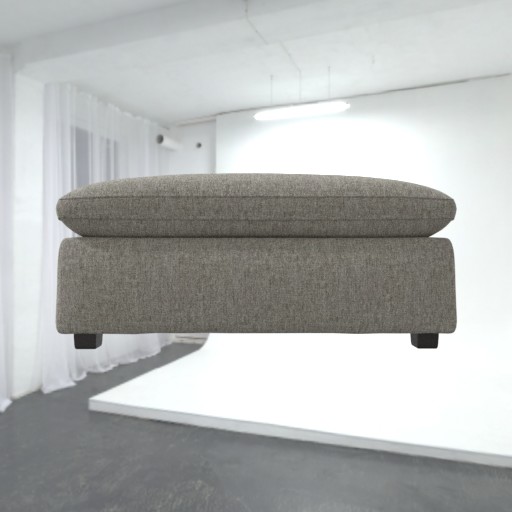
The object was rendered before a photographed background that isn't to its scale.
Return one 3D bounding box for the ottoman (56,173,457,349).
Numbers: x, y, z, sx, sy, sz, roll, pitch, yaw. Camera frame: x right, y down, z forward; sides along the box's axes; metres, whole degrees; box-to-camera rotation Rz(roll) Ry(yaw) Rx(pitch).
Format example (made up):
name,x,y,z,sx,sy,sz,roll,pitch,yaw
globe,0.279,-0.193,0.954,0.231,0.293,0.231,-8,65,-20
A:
name,x,y,z,sx,sy,sz,roll,pitch,yaw
ottoman,0.000,0.000,1.363,0.977,0.451,0.694,0,0,0
